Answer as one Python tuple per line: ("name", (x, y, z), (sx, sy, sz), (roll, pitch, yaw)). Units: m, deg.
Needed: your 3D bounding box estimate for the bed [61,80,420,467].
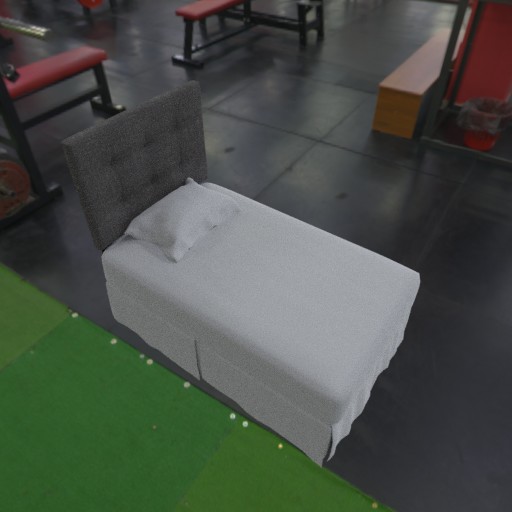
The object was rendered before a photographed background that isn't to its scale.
("bed", (0.000, 0.000, 2.977), (1.997, 1.571, 1.261), (26, 49, 26))
